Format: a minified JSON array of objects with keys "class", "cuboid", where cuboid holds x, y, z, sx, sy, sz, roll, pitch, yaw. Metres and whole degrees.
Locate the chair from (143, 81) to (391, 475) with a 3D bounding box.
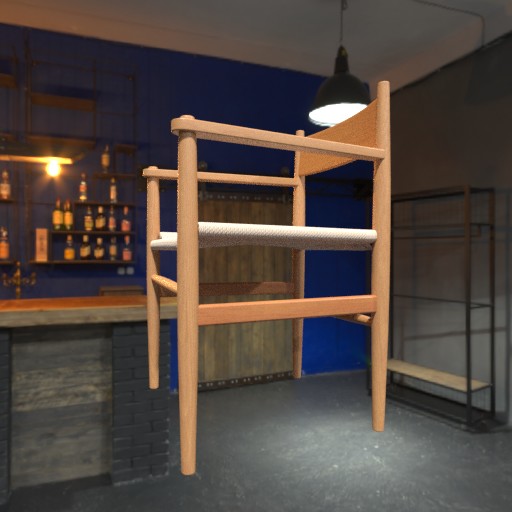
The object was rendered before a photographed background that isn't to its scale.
[{"class":"chair","cuboid":[0.000,0.000,1.100,0.495,0.762,0.556,0,1,-20]}]
